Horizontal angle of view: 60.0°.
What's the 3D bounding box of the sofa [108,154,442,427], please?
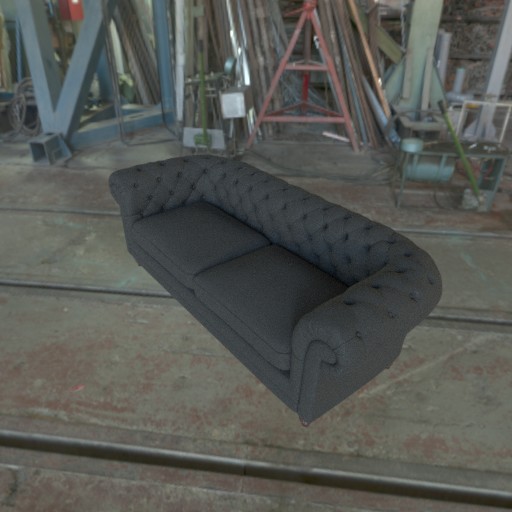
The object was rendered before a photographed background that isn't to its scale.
[{"bbox_3d":[0.000,0.000,2.865,0.991,0.762,2.362,-22,38,-32],"label":"sofa"}]
